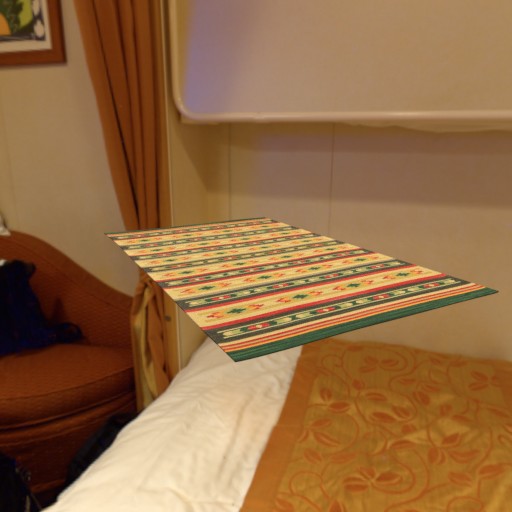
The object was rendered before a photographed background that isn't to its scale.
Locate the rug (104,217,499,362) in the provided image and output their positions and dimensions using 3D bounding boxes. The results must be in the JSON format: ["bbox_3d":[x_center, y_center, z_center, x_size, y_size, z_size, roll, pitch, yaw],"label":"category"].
[{"bbox_3d":[0.000,0.000,2.970,1.520,0.011,2.447,-8,17,-28],"label":"rug"}]
